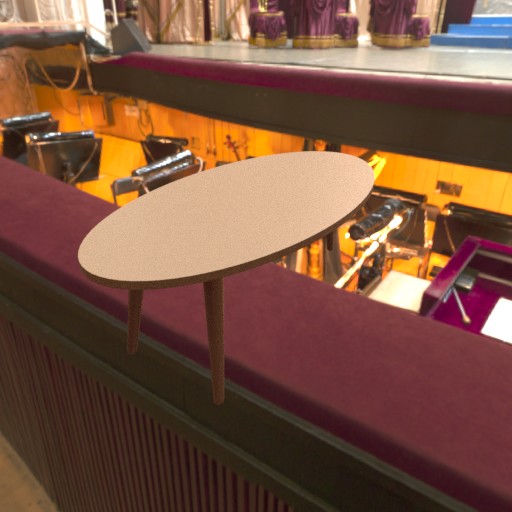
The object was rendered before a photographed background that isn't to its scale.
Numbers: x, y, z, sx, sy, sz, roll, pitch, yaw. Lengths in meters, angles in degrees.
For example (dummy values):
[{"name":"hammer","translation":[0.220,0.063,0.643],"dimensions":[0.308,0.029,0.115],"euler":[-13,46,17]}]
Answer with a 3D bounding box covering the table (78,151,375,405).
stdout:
[{"name":"table","translation":[0.000,0.000,1.334],"dimensions":[0.542,0.390,1.083],"euler":[19,33,31]}]
